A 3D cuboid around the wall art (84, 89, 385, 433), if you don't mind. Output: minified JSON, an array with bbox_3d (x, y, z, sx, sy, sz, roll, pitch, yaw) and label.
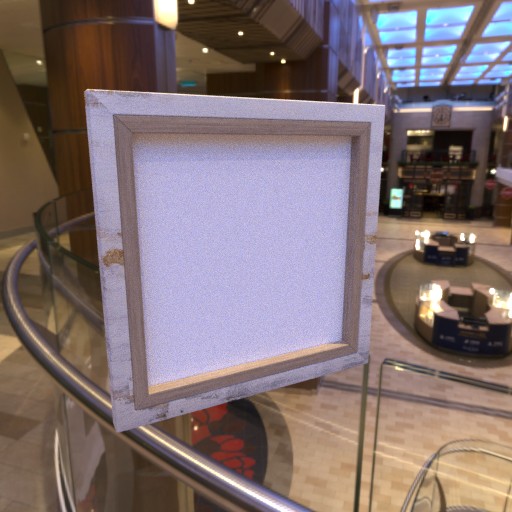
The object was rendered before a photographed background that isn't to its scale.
[{"bbox_3d":[0.000,0.000,0.915,0.611,0.613,0.040,-7,16,-26],"label":"wall art"}]
